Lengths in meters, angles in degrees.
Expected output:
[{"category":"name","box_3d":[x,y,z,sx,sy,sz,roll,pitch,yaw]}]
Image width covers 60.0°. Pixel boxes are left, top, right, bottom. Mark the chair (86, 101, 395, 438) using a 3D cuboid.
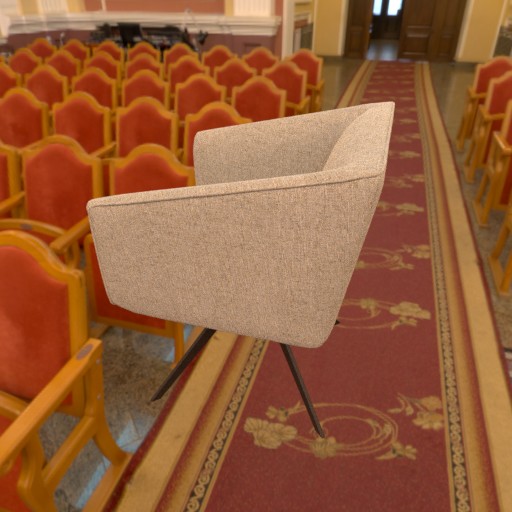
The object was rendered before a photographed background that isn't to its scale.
[{"category":"chair","box_3d":[0.000,0.000,1.241,0.623,0.760,0.628,9,31,14]}]
